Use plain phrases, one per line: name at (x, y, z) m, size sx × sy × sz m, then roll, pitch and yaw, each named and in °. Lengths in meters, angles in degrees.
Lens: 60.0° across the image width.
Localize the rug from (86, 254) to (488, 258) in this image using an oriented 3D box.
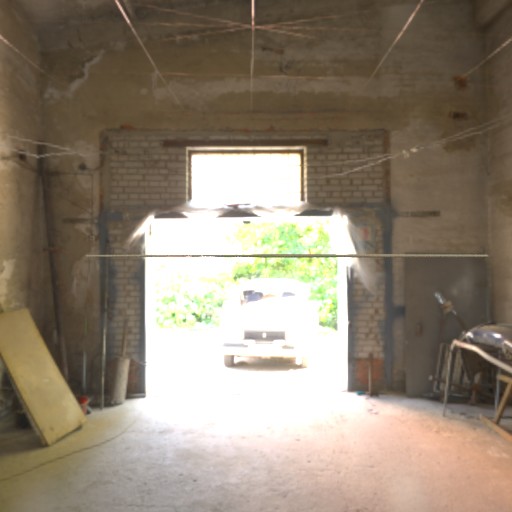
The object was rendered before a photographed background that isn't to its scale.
rug at (0.000, 0.000, 2.907) m, size 1.528 × 0.014 × 2.294 m, roll 0°, pitch 0°, yaw -37°
